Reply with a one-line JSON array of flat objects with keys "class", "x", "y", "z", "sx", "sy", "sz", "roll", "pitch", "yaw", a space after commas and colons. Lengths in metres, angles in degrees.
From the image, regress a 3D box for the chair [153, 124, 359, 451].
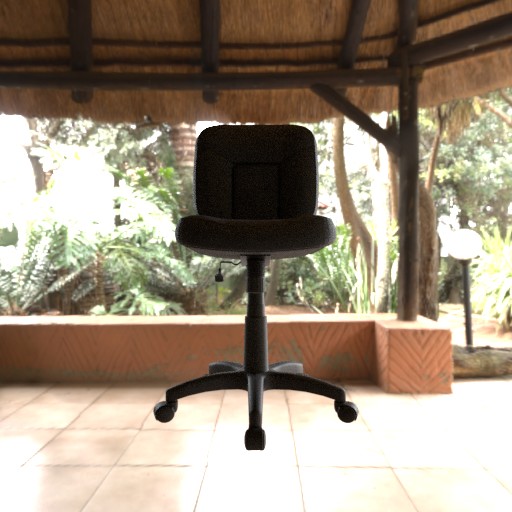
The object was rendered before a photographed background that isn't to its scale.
[{"class": "chair", "x": 0.000, "y": 0.000, "z": 1.386, "sx": 0.610, "sy": 0.972, "sz": 0.610, "roll": 0, "pitch": 0, "yaw": 0}]
